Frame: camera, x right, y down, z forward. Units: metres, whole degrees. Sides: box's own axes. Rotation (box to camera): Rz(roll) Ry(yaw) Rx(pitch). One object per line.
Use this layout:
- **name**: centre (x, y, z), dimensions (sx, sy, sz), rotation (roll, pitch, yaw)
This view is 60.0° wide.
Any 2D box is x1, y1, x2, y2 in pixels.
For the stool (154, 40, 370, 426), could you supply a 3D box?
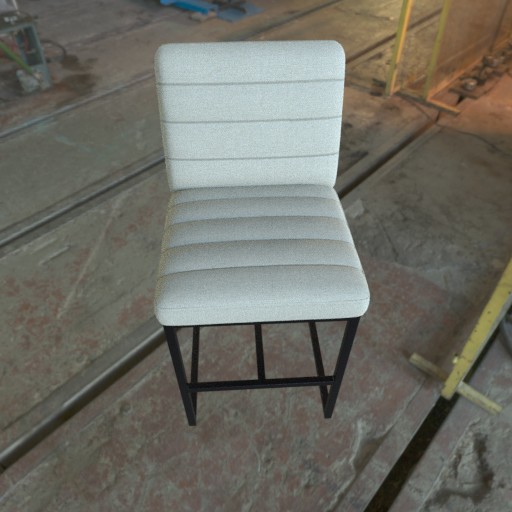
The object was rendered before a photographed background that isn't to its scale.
- **stool**: centre (0.000, 0.000, 1.203), dimensions (0.460, 0.940, 0.560), rotation (-2, 46, -2)
